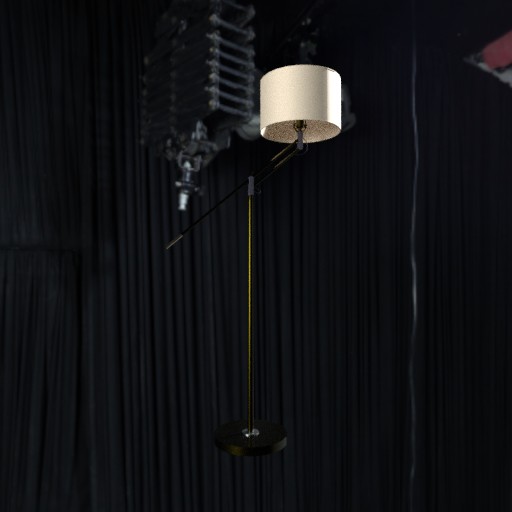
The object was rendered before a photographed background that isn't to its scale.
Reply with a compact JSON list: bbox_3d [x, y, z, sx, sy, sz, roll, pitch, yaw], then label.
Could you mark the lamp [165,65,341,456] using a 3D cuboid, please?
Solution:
[{"bbox_3d":[0.000,0.000,1.988,0.809,1.635,0.373,0,-1,-19],"label":"lamp"}]
